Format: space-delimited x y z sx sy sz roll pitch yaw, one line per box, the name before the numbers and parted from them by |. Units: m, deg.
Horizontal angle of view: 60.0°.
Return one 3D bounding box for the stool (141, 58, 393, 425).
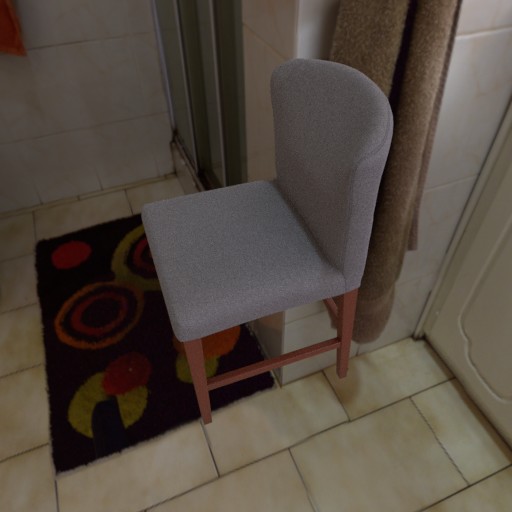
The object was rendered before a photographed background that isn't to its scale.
stool | 0.000 0.000 1.286 0.568 0.968 0.481 -15 48 -14
